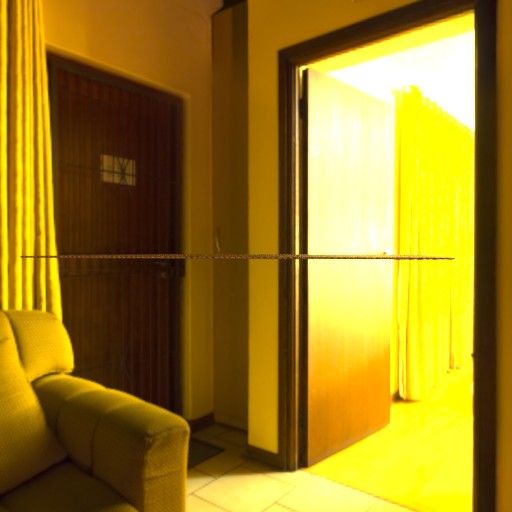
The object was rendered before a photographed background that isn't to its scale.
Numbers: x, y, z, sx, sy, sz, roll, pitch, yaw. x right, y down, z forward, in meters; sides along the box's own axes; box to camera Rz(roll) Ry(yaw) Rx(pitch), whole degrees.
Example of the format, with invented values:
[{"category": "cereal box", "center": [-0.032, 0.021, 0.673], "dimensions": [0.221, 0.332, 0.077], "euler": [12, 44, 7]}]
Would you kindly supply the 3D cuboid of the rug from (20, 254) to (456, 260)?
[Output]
[{"category": "rug", "center": [0.000, 0.000, 4.171], "dimensions": [3.207, 0.014, 2.439], "euler": [0, 1, 18]}]
